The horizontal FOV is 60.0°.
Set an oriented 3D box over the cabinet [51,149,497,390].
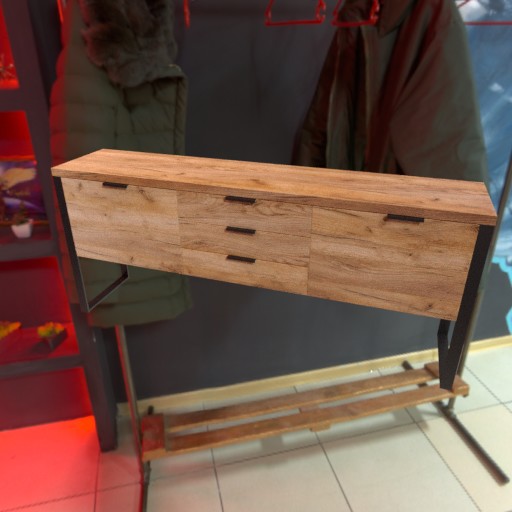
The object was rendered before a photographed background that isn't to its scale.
[{"bbox_3d":[0.000,0.000,2.042,1.800,0.762,0.395,9,28,16],"label":"cabinet"}]
